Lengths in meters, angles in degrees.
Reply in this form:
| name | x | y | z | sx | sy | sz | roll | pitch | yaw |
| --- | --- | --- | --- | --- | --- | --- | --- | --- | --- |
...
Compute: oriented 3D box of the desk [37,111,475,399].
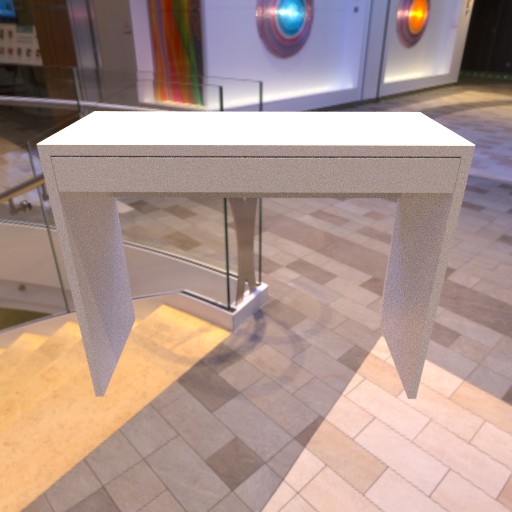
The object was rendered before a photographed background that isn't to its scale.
| name | x | y | z | sx | sy | sz | roll | pitch | yaw |
| --- | --- | --- | --- | --- | --- | --- | --- | --- | --- |
| desk | 0.000 | 0.000 | 1.373 | 1.000 | 0.790 | 0.400 | 0 | 28 | 0 |
